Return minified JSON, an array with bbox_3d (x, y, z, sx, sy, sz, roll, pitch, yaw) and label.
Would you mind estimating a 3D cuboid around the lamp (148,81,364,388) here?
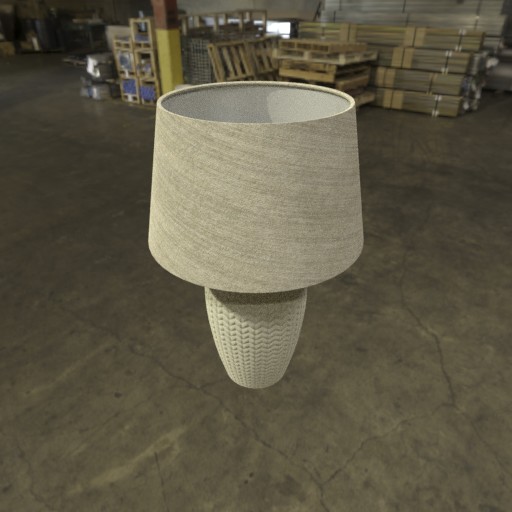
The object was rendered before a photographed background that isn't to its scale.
[{"bbox_3d":[0.000,0.000,0.848,0.390,0.580,0.390,0,31,0],"label":"lamp"}]
